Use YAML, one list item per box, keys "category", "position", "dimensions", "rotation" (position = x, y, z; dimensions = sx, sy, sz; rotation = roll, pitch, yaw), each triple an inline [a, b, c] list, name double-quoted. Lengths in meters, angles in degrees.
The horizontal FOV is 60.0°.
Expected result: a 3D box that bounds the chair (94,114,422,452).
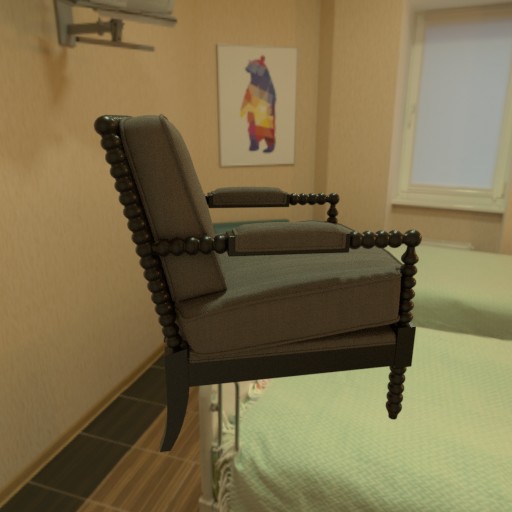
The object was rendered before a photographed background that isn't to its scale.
- category: "chair"
  position: [0.000, 0.000, 1.084]
  dimensions: [0.622, 0.661, 0.540]
  rotation: [-3, 18, -10]
